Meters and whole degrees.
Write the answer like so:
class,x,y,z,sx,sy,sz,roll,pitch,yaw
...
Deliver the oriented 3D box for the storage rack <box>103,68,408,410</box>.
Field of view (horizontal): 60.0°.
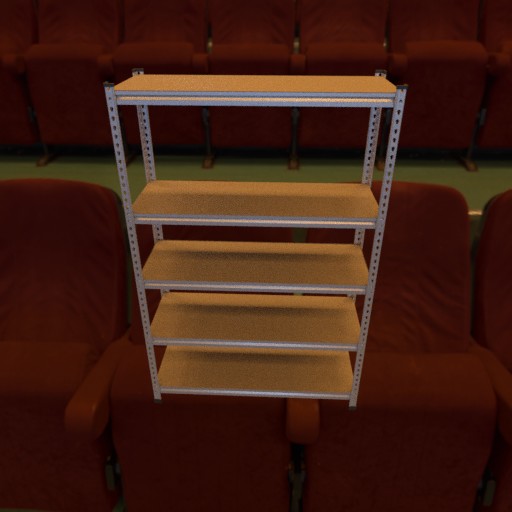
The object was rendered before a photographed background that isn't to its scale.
class,x,y,z,sx,sy,sz,roll,pitch,yaw
storage rack,0.000,0.000,2.409,1.219,1.829,0.457,1,30,2
